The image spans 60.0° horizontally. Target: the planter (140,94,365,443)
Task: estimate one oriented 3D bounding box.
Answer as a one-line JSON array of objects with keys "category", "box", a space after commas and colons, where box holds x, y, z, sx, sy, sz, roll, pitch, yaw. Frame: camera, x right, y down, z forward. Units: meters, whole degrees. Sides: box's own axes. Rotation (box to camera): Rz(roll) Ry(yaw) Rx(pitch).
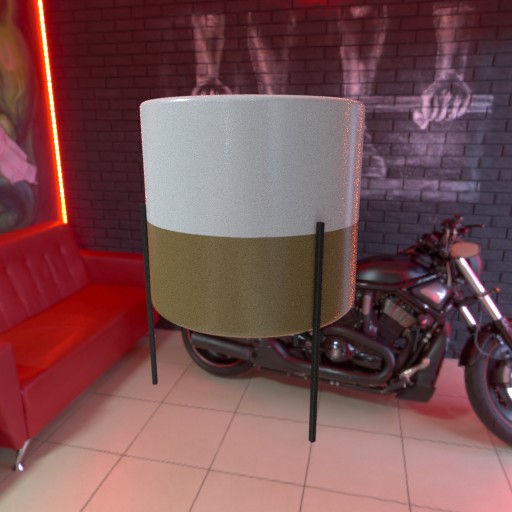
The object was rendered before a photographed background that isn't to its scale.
[{"category": "planter", "box": [0.000, 0.000, 0.663, 0.310, 0.432, 0.310, -14, 21, -42]}]
